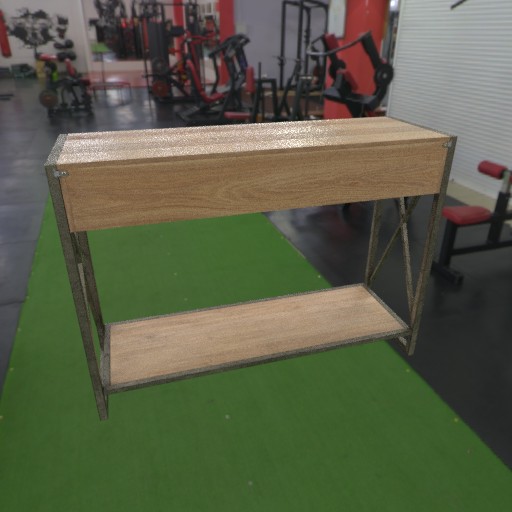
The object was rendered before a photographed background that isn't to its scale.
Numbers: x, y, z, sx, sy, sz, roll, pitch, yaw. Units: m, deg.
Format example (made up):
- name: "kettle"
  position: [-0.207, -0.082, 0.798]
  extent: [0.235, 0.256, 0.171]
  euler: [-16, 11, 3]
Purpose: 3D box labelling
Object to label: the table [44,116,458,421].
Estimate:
- name: "table"
  position: [0.000, 0.000, 1.415]
  extent: [1.059, 0.763, 0.361]
  euler: [-8, 28, -15]
